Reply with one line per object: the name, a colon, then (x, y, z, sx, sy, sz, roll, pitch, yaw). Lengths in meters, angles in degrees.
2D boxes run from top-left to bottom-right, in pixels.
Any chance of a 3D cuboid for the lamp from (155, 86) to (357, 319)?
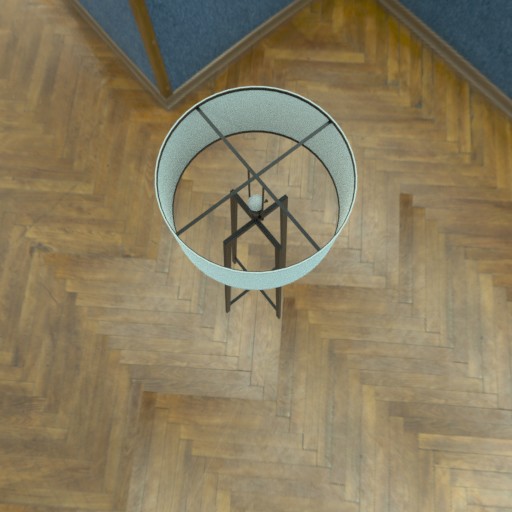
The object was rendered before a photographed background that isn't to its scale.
lamp: (0.000, 0.000, 1.734, 0.456, 1.510, 0.457, -38, 79, -9)
